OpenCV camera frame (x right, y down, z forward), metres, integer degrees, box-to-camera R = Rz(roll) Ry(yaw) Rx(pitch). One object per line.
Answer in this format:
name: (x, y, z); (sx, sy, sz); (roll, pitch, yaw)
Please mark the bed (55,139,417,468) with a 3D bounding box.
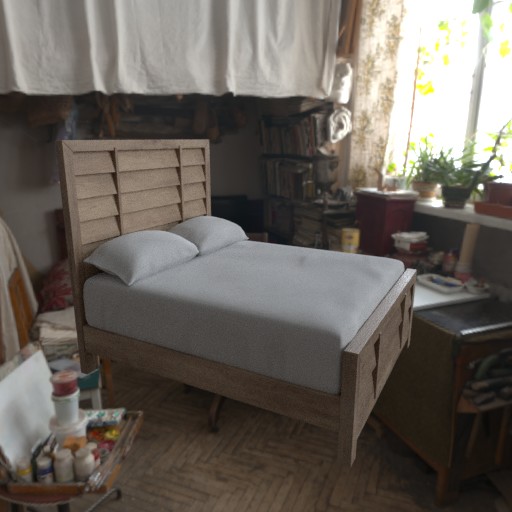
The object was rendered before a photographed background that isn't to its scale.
bed: (0.000, 0.000, 3.222); (2.017, 1.631, 1.615); (8, 17, 28)
